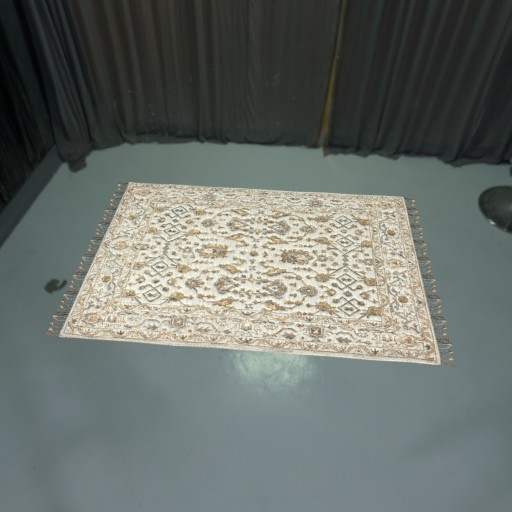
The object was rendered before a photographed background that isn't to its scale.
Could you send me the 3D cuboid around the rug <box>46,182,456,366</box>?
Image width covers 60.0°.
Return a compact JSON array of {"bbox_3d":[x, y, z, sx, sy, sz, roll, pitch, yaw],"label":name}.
[{"bbox_3d":[0.000,0.000,3.112,2.434,0.027,1.529,4,46,3],"label":"rug"}]
